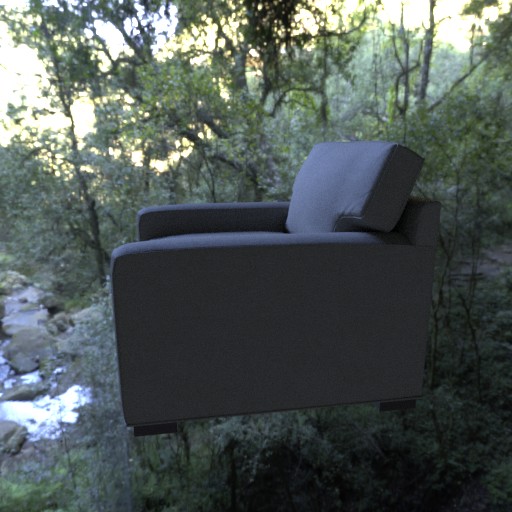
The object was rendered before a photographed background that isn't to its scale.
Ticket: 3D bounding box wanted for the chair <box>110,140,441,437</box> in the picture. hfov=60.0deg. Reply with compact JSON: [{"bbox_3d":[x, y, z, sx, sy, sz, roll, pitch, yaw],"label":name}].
[{"bbox_3d":[0.000,0.000,1.860,1.044,0.934,0.999,-2,14,-9],"label":"chair"}]
